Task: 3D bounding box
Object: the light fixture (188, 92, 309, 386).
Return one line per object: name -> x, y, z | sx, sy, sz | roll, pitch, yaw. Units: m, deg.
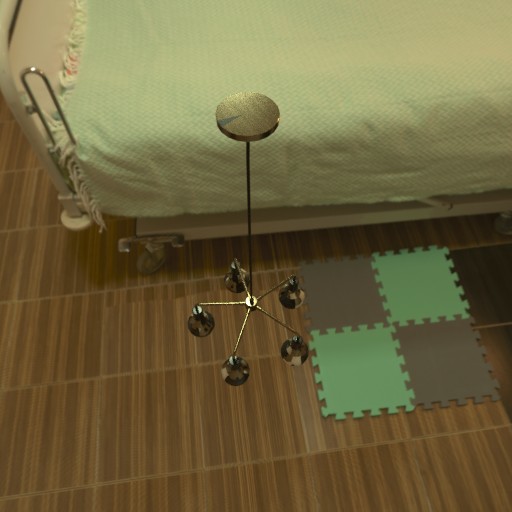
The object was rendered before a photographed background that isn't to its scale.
light fixture -> 0.000, 0.000, 1.191 | 0.421, 0.988, 0.438 | -32, 64, -18
